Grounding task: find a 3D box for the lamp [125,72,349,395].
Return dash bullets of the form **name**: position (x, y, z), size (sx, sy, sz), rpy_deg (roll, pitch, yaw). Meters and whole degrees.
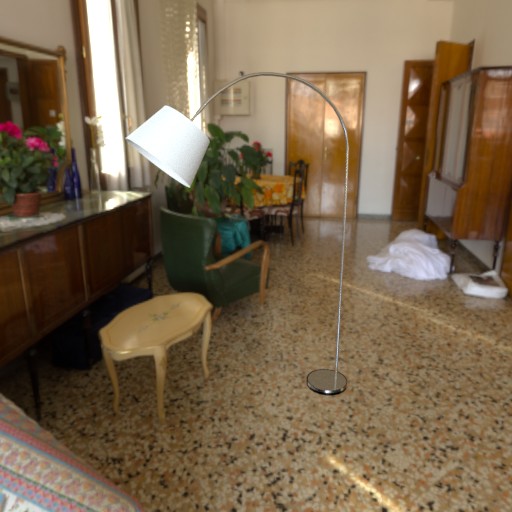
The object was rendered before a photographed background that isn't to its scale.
- **lamp**: position (0.000, 0.000, 2.710), size (1.445, 2.098, 0.406), rpy_deg (-8, 18, -25)
